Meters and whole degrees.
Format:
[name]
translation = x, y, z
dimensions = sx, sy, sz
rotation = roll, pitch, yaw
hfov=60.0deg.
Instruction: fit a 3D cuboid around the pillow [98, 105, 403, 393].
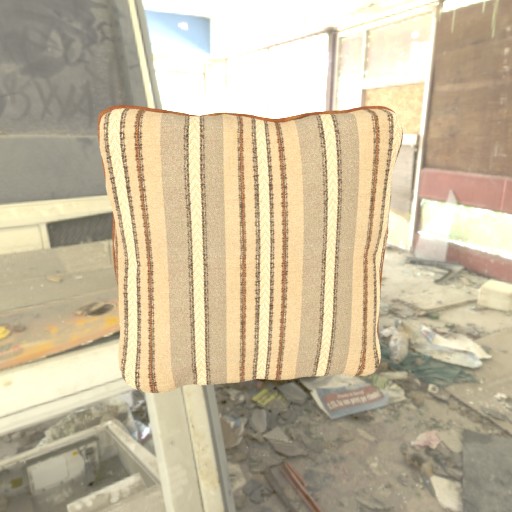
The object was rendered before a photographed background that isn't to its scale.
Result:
[pillow]
translation = 0.000, 0.000, 0.759
dimensions = 0.489, 0.490, 0.130
rotation = -2, 17, -8
